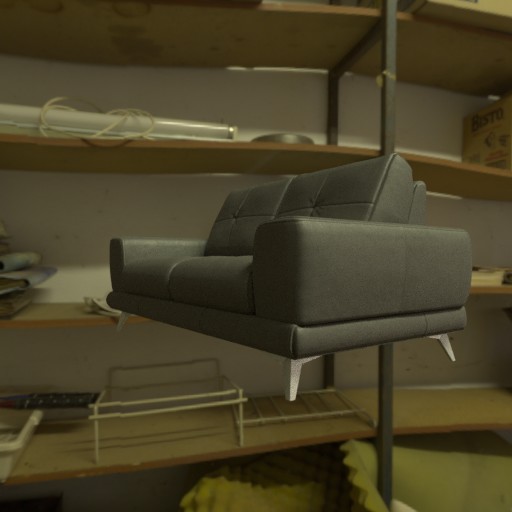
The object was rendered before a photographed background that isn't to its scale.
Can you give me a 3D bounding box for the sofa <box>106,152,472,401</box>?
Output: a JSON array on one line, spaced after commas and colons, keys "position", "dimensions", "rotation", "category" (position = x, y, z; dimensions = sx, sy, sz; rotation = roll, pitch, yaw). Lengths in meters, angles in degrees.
[{"position": [0.000, 0.000, 2.297], "dimensions": [1.018, 0.907, 1.806], "rotation": [0, 0, -36], "category": "sofa"}]
